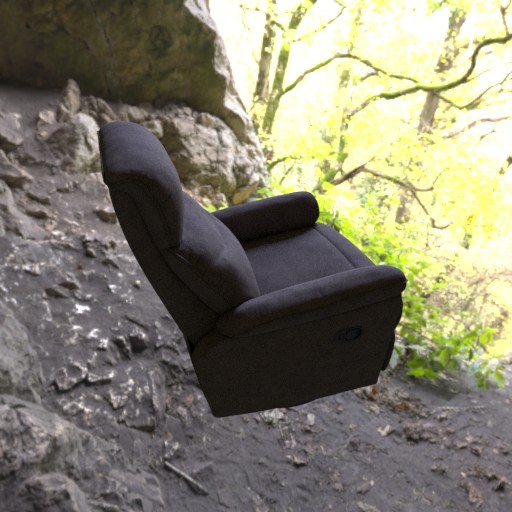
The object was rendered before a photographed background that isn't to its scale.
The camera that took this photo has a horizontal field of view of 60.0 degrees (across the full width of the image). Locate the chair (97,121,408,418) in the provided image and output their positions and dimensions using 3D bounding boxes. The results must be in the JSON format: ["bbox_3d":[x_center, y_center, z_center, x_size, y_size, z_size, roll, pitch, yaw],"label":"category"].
[{"bbox_3d":[0.000,0.000,1.725,1.009,1.036,0.830,-10,32,-16],"label":"chair"}]
